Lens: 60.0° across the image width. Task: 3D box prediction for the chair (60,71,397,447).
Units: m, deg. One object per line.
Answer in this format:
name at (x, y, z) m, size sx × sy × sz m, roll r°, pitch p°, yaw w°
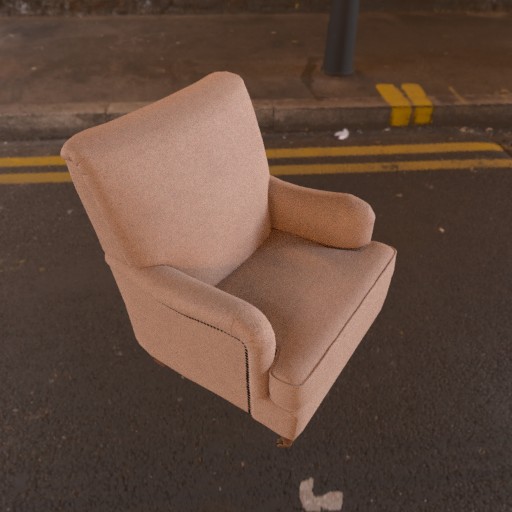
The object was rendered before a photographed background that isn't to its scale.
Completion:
chair at (0.000, 0.000, 1.802) m, size 0.953 × 1.119 × 0.879 m, roll 24°, pitch 47°, yaw 26°
